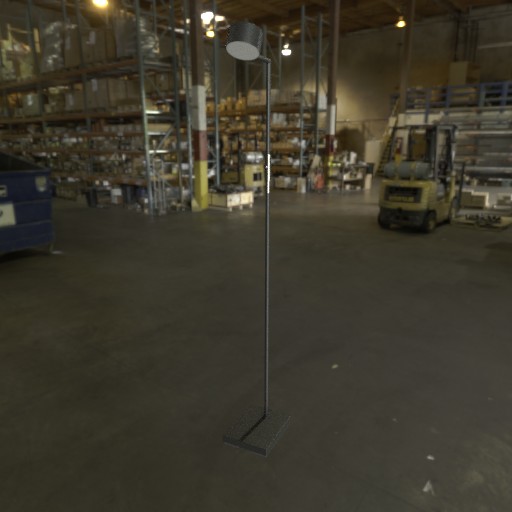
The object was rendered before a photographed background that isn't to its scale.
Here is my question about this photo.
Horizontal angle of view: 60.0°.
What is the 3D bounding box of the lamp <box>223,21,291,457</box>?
[{"bbox_3d":[0.000,0.000,1.721,0.203,1.600,0.304,7,16,26],"label":"lamp"}]
